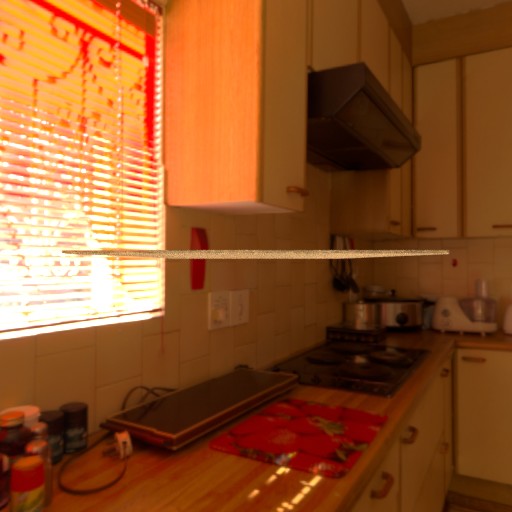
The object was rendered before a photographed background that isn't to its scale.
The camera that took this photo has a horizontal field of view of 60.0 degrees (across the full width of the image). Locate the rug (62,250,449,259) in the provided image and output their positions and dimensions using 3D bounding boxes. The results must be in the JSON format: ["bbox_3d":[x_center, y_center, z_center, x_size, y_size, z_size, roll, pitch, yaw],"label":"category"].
[{"bbox_3d":[0.000,0.000,2.290,1.208,0.012,1.819,0,-1,0],"label":"rug"}]
